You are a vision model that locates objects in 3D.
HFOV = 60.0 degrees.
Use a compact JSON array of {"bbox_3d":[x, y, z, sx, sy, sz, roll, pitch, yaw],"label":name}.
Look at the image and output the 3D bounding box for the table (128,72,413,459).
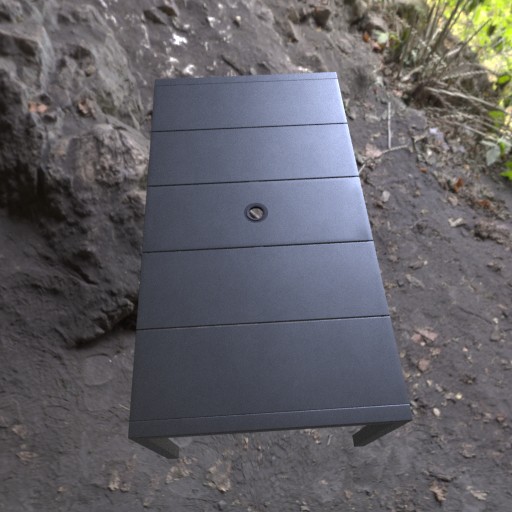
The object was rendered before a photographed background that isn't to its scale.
[{"bbox_3d":[0.000,0.000,2.141,0.914,0.735,1.680,-3,61,-2],"label":"table"}]
